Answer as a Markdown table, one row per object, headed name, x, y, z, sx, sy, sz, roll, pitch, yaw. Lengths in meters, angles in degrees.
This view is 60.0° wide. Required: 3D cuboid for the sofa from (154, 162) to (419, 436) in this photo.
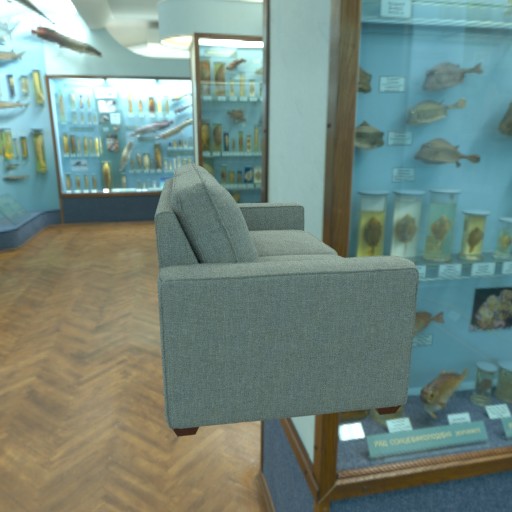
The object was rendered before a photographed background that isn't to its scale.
| name | x | y | z | sx | sy | sz | roll | pitch | yaw |
| --- | --- | --- | --- | --- | --- | --- | --- | --- | --- |
| sofa | 0.000 | 0.000 | 2.338 | 0.945 | 0.915 | 1.706 | -2 | 15 | -9 |
